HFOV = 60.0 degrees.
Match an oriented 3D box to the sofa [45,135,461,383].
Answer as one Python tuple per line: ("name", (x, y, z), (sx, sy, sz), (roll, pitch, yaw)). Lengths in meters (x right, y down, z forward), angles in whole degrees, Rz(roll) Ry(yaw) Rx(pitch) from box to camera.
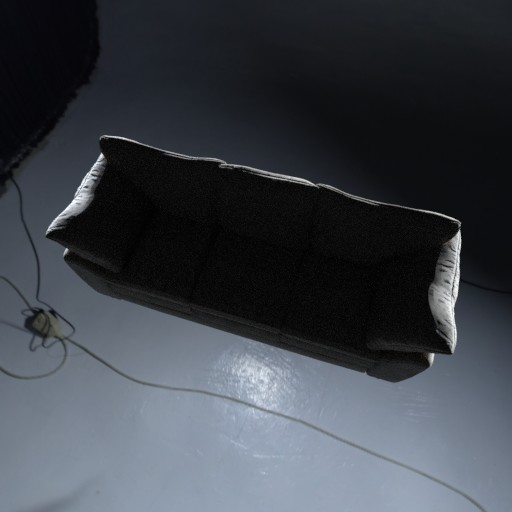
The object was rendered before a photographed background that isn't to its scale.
("sofa", (0.000, 0.000, 2.815), (2.334, 0.996, 0.878), (15, 59, 9))
